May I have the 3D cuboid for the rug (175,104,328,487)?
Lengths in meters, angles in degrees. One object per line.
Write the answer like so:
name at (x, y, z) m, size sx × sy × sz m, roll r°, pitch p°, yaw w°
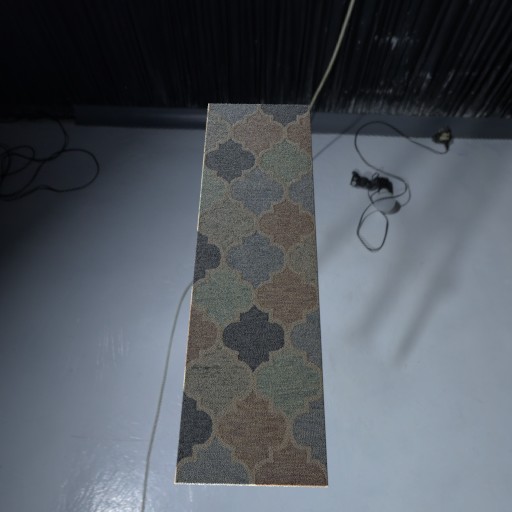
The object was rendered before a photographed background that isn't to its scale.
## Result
rug at (0.000, 0.000, 2.485) m, size 0.687 × 0.011 × 2.287 m, roll 1°, pitch 64°, yaw 0°
